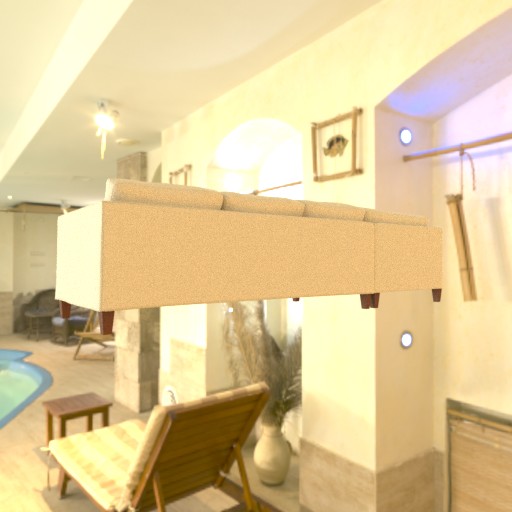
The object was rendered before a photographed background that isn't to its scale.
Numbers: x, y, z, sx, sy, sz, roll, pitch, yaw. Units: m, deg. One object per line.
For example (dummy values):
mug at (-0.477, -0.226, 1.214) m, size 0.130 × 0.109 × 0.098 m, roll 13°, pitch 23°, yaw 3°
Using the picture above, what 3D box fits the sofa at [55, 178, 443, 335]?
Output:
sofa at (0.000, 0.000, 3.820) m, size 3.186 × 0.846 × 1.625 m, roll 1°, pitch -1°, yaw -37°
